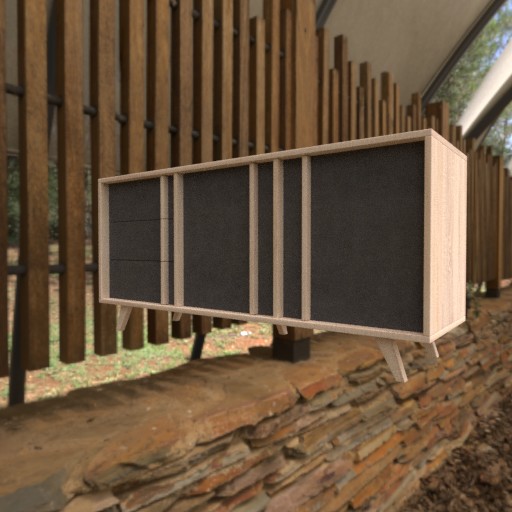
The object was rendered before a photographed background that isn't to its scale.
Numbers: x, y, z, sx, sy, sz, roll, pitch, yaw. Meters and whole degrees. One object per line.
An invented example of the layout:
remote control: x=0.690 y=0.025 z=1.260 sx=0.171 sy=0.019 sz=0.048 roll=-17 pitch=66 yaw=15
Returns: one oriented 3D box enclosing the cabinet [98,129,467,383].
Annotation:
cabinet: x=0.000 y=0.000 z=2.003 sx=1.650 sy=0.780 sz=0.500 roll=1 pitch=1 yaw=36
